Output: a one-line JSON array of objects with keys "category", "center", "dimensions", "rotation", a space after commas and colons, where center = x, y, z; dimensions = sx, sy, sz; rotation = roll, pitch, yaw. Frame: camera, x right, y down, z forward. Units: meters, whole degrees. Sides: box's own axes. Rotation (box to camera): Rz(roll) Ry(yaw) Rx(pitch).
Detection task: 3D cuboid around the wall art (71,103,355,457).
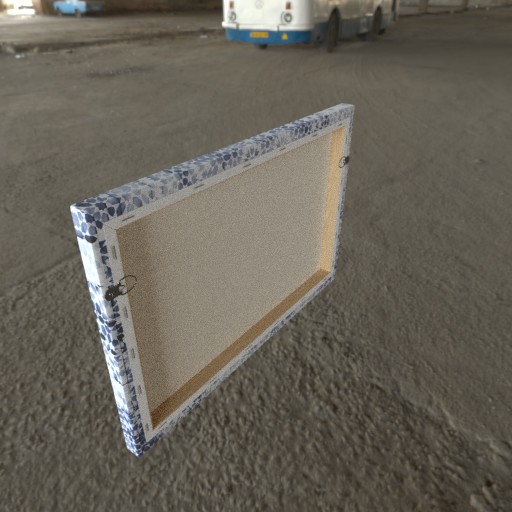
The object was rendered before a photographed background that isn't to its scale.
[{"category": "wall art", "center": [0.000, 0.000, 0.770], "dimensions": [0.030, 0.406, 0.608], "rotation": [22, 37, 31]}]
